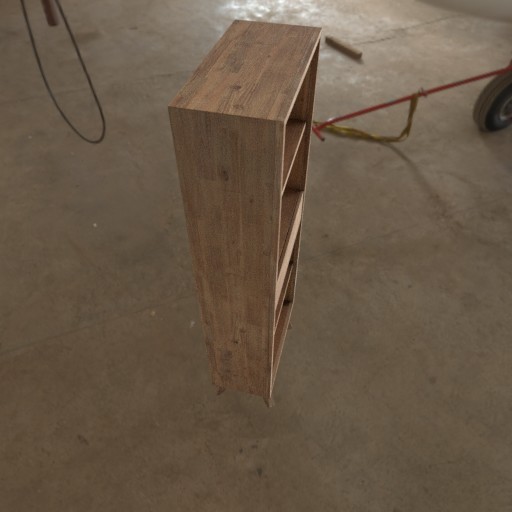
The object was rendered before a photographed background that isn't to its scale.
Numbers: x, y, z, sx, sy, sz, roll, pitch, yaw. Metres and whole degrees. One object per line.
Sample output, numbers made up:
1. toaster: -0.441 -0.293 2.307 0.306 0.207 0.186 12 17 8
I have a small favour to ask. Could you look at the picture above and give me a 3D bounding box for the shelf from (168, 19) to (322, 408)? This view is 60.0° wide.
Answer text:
1. shelf: 0.000 0.000 1.531 0.267 1.342 0.491 11 48 10
